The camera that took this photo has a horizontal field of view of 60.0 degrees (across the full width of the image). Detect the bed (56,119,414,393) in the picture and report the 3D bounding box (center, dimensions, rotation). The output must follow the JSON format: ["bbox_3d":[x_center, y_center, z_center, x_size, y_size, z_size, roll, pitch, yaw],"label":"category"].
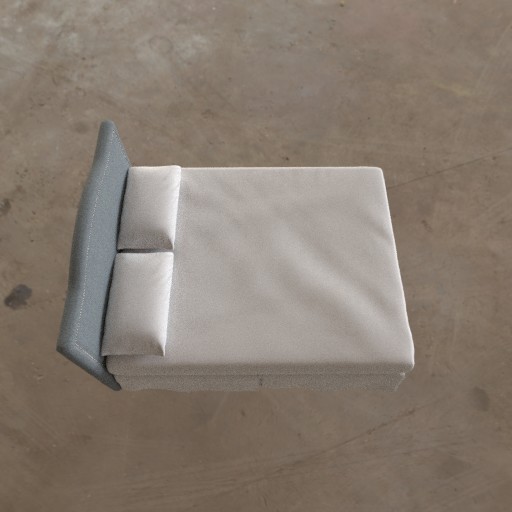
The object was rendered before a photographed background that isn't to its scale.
[{"bbox_3d":[0.000,0.000,3.960,2.689,1.457,2.161,0,63,0],"label":"bed"}]
